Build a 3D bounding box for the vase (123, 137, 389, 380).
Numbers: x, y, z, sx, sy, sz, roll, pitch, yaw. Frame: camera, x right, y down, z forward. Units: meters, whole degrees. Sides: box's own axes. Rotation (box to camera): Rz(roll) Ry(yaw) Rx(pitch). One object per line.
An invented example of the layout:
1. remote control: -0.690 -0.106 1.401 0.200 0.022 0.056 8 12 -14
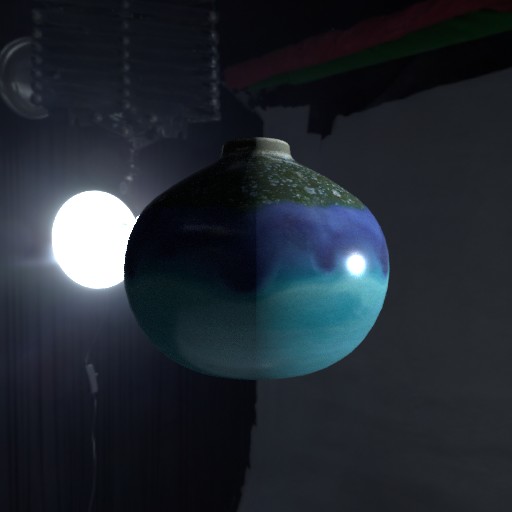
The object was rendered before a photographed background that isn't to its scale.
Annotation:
1. vase: 0.000 0.000 0.267 0.154 0.133 0.154 0 0 0
